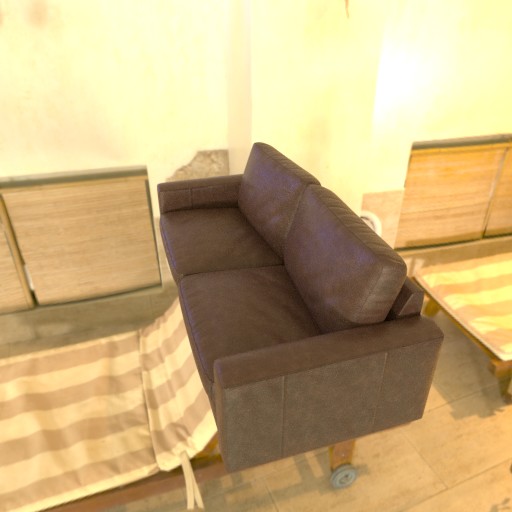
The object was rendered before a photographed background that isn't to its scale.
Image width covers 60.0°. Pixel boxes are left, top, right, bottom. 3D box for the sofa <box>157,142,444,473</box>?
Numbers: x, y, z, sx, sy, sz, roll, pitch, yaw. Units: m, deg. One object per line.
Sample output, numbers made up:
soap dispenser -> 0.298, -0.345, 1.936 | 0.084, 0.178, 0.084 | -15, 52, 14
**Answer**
sofa -> 0.000, 0.000, 2.707 | 1.016, 0.873, 2.179 | -9, 32, -15
